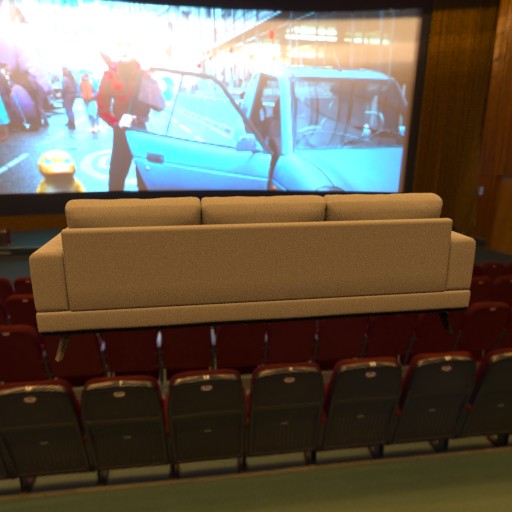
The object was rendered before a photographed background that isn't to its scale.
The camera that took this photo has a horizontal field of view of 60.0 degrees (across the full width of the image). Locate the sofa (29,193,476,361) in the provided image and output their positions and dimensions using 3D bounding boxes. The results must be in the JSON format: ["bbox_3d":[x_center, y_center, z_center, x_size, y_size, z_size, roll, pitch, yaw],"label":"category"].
[{"bbox_3d":[0.000,0.000,2.717,2.310,0.810,0.920,-2,15,-8],"label":"sofa"}]
